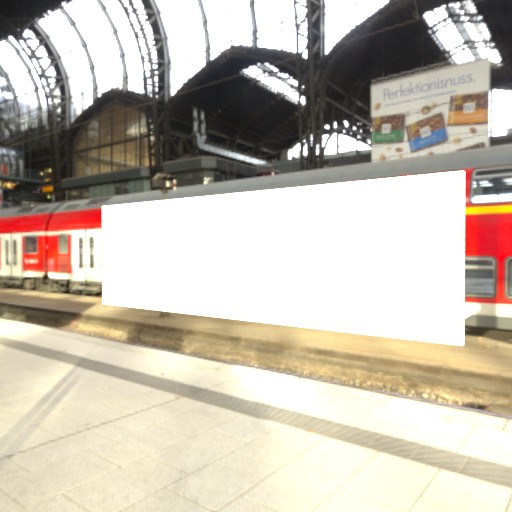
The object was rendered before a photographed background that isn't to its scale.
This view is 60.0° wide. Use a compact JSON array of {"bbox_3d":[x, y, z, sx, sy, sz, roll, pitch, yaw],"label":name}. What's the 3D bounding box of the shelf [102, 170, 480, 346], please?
[{"bbox_3d":[0.000,0.000,1.136,1.020,0.300,0.200,0,1,36],"label":"shelf"}]
